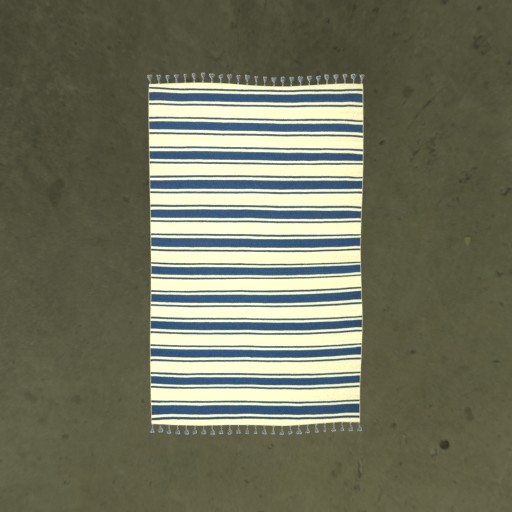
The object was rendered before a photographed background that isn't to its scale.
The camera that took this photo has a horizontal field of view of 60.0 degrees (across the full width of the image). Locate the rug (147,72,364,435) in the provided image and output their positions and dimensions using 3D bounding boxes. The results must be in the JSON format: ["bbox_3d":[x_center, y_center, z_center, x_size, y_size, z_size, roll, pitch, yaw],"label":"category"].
[{"bbox_3d":[0.000,0.000,2.580,1.248,0.009,2.108,0,92,0],"label":"rug"}]
